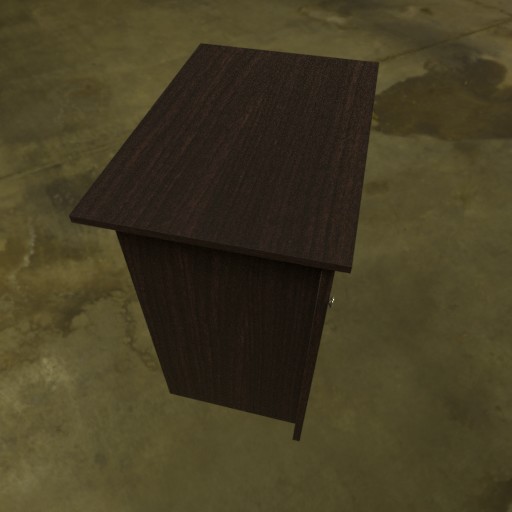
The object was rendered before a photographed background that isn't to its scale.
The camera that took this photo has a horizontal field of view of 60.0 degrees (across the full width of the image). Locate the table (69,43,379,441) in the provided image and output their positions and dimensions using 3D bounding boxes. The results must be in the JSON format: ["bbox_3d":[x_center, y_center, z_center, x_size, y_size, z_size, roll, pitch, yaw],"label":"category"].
[{"bbox_3d":[0.000,0.000,1.057,0.406,0.711,0.591,10,49,9],"label":"table"}]
